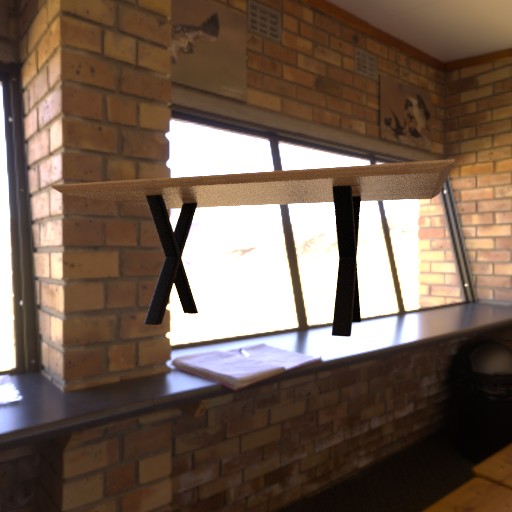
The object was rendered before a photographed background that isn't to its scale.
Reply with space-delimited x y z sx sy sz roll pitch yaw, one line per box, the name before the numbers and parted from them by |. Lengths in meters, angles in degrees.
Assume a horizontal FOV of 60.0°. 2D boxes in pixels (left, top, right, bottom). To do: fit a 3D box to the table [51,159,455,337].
table | 0.000 0.000 2.540 2.000 0.770 1.000 0 0 19
